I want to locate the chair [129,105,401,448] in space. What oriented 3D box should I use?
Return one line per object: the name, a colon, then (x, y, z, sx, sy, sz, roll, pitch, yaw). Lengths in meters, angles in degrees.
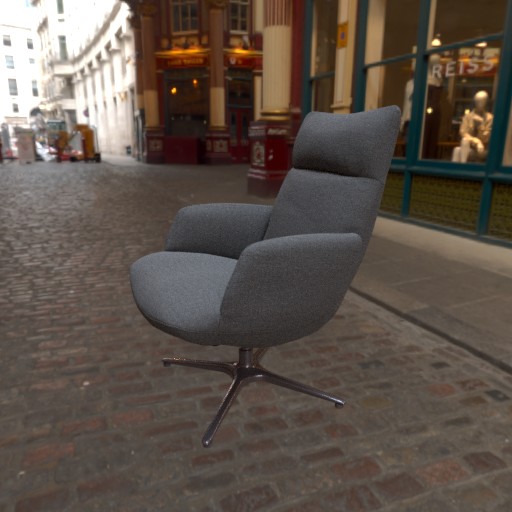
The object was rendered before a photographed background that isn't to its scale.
chair: (0.000, 0.000, 1.540, 0.831, 0.984, 0.702, -7, 17, -23)
